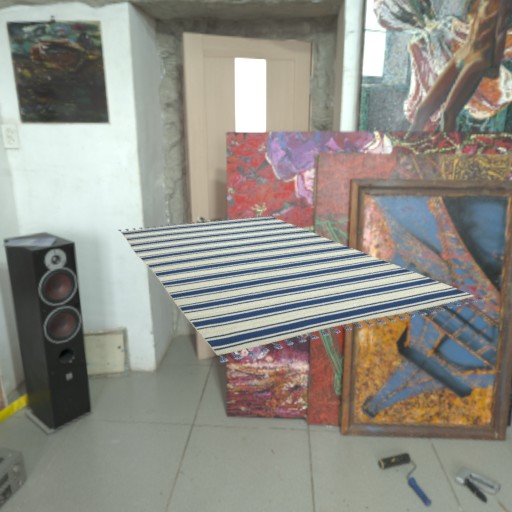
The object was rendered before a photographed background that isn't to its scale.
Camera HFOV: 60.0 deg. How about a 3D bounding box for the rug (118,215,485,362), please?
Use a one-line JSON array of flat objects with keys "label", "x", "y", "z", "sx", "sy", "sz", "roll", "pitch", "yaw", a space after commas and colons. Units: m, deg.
[{"label": "rug", "x": 0.000, "y": 0.000, "z": 2.591, "sx": 1.248, "sy": 0.009, "sz": 2.108, "roll": -8, "pitch": 18, "yaw": -24}]
